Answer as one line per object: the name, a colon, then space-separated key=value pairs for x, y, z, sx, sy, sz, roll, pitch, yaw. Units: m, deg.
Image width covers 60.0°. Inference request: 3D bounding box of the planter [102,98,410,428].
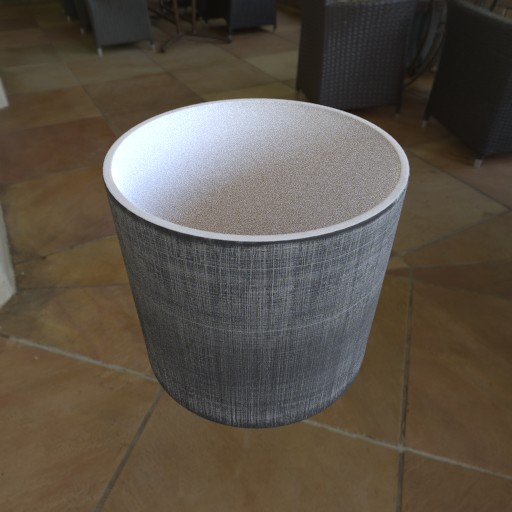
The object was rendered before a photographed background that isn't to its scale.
planter: x=0.000 y=0.000 z=0.393 sx=0.221 sy=0.201 sz=0.221 roll=0 pitch=39 yaw=0
